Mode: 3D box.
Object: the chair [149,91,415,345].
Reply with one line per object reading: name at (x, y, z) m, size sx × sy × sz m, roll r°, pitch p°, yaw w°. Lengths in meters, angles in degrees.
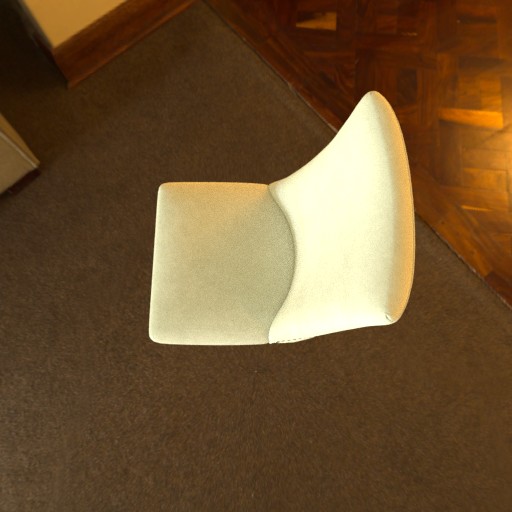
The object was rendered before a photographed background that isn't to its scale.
chair at (0.000, 0.000, 1.272) m, size 0.610 × 0.902 × 0.495 m, roll 0°, pitch 75°, yaw 0°
